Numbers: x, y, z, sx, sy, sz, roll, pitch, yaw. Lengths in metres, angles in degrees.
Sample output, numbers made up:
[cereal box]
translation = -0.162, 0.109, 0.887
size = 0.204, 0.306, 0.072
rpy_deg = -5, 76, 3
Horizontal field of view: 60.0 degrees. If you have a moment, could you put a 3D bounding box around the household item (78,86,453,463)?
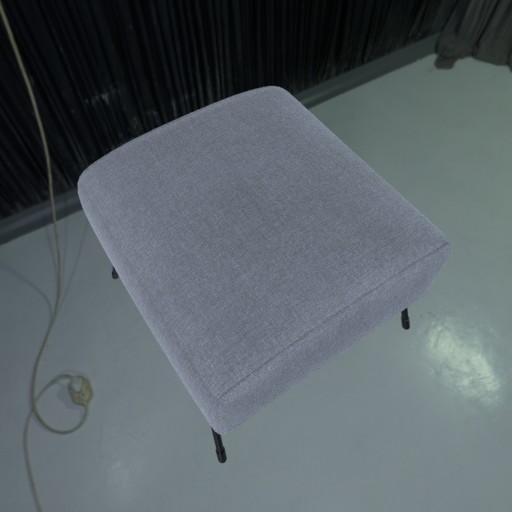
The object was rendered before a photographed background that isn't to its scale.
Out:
[household item]
translation = 0.000, 0.000, 0.912
size = 0.530, 0.410, 0.530
rpy_deg = -30, 63, -17
